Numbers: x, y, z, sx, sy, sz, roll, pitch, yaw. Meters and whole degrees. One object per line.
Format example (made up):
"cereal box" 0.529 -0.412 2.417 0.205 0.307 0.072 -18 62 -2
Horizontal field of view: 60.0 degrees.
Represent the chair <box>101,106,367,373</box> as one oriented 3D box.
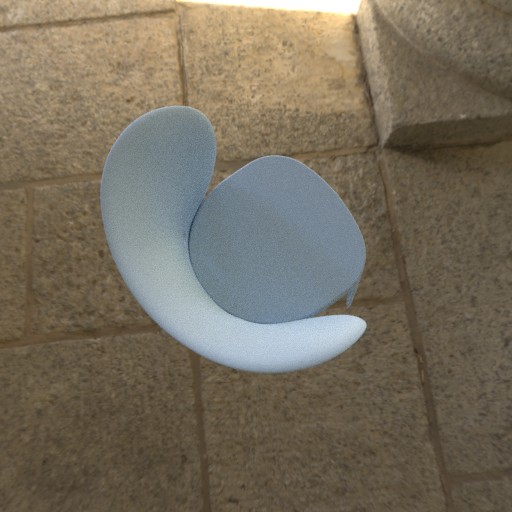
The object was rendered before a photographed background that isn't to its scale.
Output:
"chair" 0.000 0.000 0.868 0.402 0.554 0.451 -35 78 -8
